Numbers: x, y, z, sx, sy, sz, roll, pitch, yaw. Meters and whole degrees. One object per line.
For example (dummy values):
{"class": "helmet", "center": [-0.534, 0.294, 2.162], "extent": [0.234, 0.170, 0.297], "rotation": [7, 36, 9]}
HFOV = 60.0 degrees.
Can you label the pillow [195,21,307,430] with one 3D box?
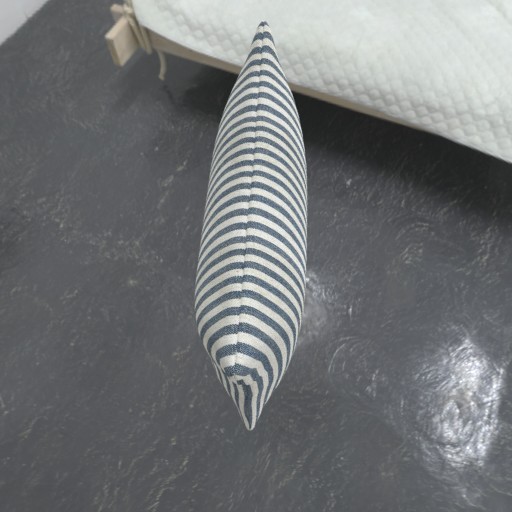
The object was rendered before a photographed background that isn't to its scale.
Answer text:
{"class": "pillow", "center": [0.000, 0.000, 0.764], "extent": [0.166, 0.510, 0.523], "rotation": [3, 64, 2]}
